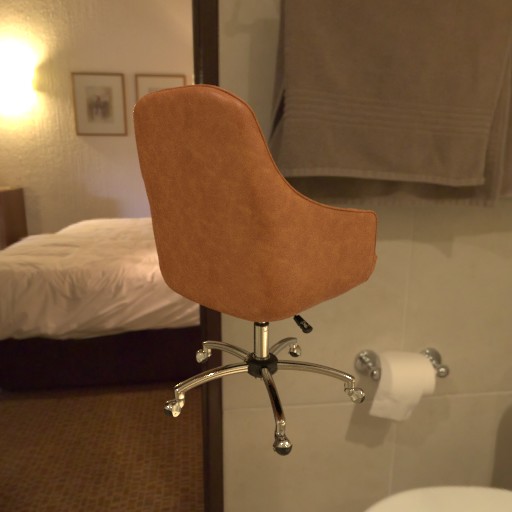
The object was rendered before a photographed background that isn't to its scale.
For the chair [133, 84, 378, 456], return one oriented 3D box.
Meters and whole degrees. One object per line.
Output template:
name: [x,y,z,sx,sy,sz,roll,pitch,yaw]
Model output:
chair: [0.000,0.000,1.348,0.615,0.909,0.628,-12,18,-43]
